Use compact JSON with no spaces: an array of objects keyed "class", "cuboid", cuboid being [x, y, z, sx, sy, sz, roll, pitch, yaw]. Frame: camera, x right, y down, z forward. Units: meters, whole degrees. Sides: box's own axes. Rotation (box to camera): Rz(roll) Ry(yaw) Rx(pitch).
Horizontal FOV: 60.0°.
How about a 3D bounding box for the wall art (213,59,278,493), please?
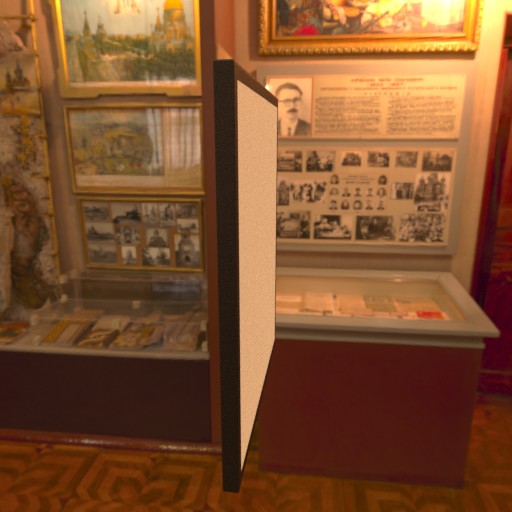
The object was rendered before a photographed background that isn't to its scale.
[{"class":"wall art","cuboid":[0.000,0.000,0.704,0.021,0.509,0.430,2,15,8]}]
